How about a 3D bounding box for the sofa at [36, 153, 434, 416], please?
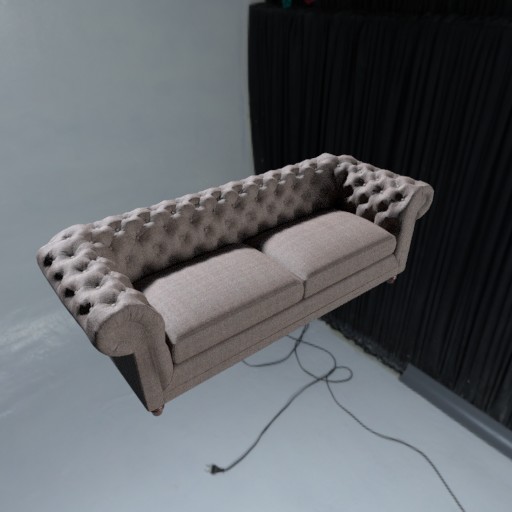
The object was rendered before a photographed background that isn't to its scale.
[{"bbox_3d":[0.000,0.000,2.846,2.385,0.787,0.944,-22,38,-32],"label":"sofa"}]
